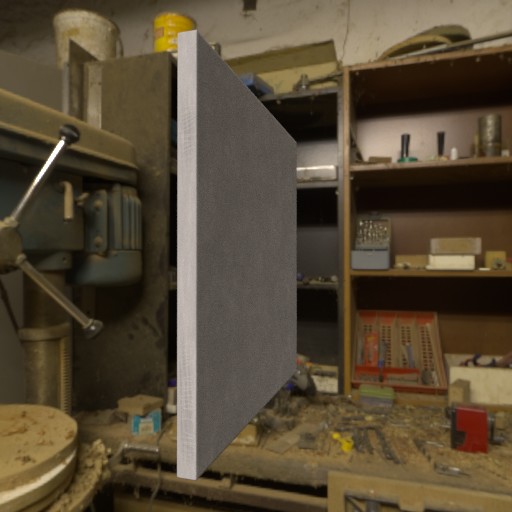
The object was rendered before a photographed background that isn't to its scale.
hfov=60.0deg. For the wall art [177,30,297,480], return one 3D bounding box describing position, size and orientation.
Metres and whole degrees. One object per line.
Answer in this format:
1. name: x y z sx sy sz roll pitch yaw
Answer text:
1. wall art: 0.000 0.000 0.443 0.015 0.303 0.303 0 0 18
